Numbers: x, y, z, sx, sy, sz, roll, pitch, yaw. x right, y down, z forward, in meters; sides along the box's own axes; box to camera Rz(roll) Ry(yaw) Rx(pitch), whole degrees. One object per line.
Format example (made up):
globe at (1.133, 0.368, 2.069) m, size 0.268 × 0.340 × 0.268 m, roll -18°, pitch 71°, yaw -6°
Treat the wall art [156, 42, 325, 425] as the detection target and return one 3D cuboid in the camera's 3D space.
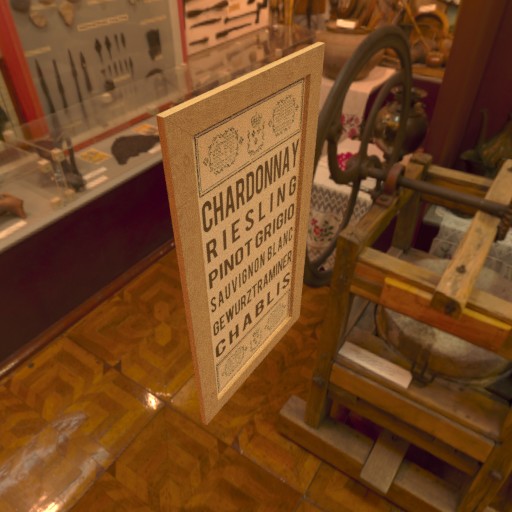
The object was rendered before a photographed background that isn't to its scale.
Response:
wall art at (0.000, 0.000, 0.851) m, size 0.013 × 0.683 × 0.381 m, roll 25°, pitch 46°, yaw 27°
